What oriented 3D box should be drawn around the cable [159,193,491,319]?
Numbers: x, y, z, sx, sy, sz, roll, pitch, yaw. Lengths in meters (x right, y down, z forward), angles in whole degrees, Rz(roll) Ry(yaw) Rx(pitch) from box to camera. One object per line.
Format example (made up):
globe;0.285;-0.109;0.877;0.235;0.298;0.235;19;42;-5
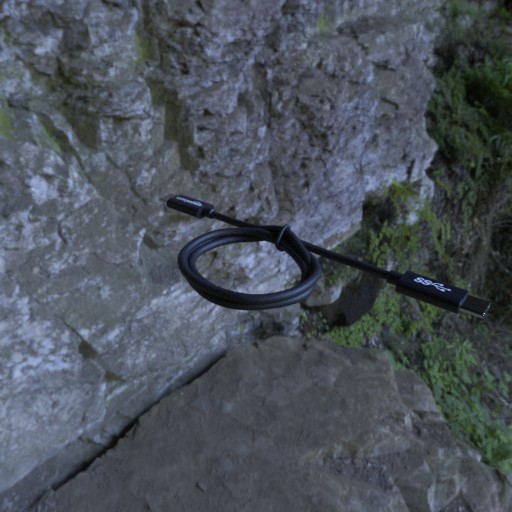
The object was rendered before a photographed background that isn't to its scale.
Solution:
cable;0.000;0.000;0.202;0.186;0.014;0.070;21;36;33
